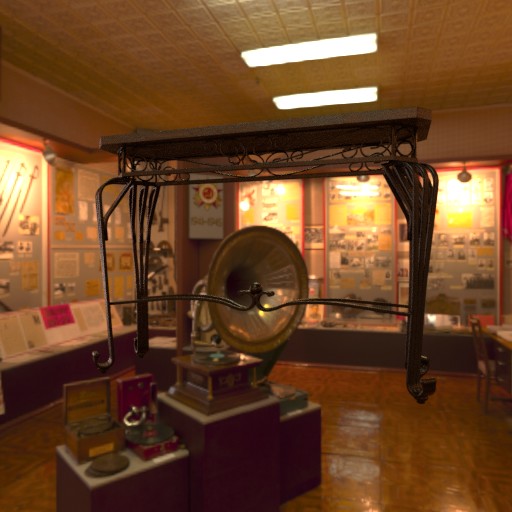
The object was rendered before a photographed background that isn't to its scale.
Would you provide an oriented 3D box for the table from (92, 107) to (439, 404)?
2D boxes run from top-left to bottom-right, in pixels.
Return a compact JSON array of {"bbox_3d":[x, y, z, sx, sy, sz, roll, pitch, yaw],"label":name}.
[{"bbox_3d":[0.000,0.000,1.475,1.112,0.800,0.329,0,0,18],"label":"table"}]
